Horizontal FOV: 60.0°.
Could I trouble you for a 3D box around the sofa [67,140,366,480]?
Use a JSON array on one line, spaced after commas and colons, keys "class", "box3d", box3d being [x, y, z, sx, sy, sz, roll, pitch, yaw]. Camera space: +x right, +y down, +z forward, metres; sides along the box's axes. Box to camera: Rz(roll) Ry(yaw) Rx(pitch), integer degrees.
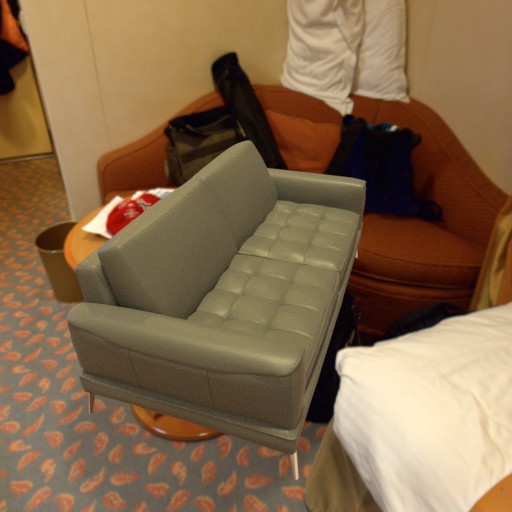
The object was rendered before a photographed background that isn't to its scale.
[{"class": "sofa", "box3d": [0.000, 0.000, 2.737, 1.121, 0.930, 2.177, 10, 32, 16]}]
